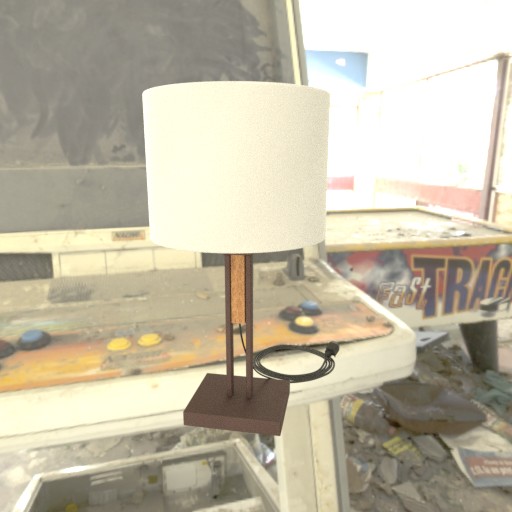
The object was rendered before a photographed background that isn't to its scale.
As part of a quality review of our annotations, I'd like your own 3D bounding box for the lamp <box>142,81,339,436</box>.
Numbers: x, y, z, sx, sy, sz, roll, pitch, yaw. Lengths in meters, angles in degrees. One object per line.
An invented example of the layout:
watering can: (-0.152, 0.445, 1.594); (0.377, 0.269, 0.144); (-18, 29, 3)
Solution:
lamp: (0.000, 0.000, 1.005); (0.396, 0.668, 0.525); (2, 13, 10)
